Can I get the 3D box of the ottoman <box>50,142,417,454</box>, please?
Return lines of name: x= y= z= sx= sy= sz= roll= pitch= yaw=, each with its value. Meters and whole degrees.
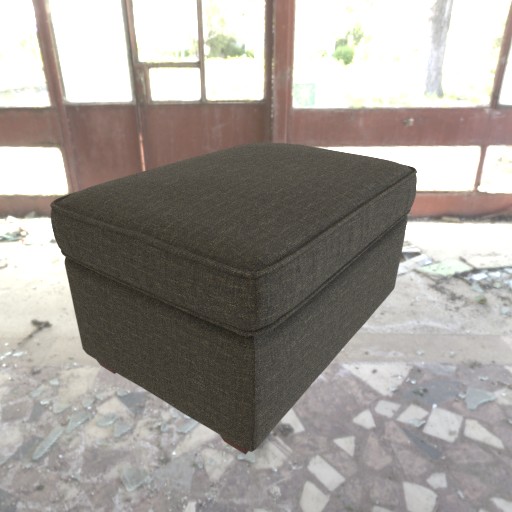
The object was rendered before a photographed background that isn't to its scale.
ottoman: x=0.000 y=0.000 z=1.090 sx=0.549 sy=0.450 sz=0.749 roll=17 pitch=31 yaw=32
